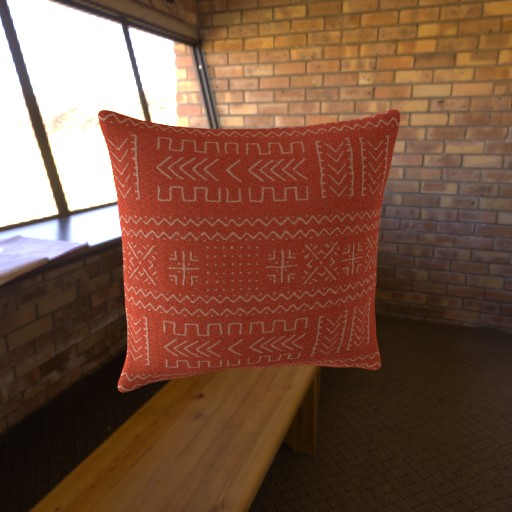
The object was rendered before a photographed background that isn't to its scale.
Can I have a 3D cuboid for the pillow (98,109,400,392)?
[{"bbox_3d":[0.000,0.000,0.677,0.438,0.429,0.164,-3,16,-10],"label":"pillow"}]
